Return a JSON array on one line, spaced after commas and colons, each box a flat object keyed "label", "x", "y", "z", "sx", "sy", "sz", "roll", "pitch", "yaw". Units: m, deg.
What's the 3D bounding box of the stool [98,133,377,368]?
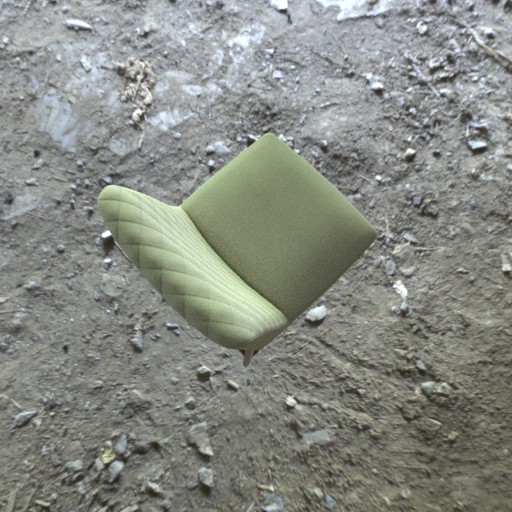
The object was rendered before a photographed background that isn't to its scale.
[{"label": "stool", "x": 0.000, "y": 0.000, "z": 1.386, "sx": 0.546, "sy": 1.084, "sz": 0.462, "roll": -42, "pitch": 79, "yaw": -10}]
